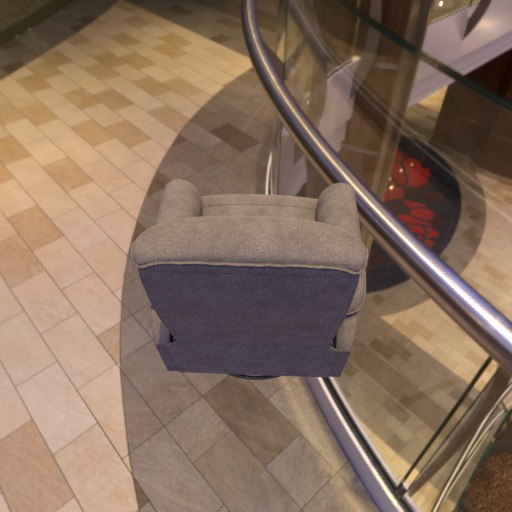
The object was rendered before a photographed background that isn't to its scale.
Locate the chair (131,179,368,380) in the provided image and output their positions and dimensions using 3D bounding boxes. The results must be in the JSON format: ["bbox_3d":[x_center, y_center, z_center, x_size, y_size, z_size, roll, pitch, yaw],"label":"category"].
[{"bbox_3d":[0.000,0.000,1.728,0.830,1.036,1.009,2,45,2],"label":"chair"}]
